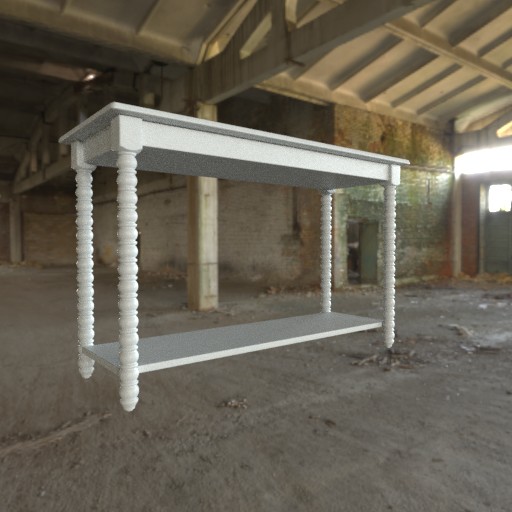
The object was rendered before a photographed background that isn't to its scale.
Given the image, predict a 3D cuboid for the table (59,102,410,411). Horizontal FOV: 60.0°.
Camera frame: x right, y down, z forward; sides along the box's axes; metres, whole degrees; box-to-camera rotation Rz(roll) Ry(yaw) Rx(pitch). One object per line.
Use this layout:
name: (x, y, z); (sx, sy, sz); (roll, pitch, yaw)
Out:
table: (0.000, 0.000, 1.555); (1.184, 0.740, 0.459); (-1, 2, -38)
